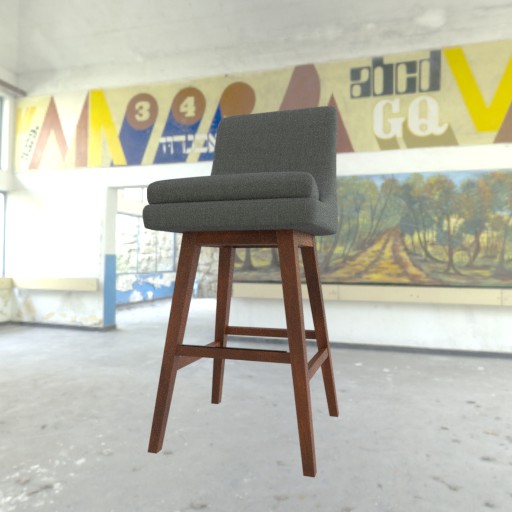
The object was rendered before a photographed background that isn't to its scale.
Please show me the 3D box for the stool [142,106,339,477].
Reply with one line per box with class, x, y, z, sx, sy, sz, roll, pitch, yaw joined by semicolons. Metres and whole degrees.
stool;0.000;0.000;1.270;0.447;0.977;0.524;0;-1;18
